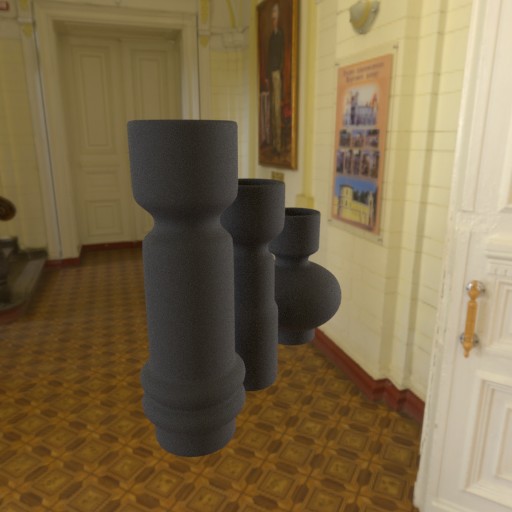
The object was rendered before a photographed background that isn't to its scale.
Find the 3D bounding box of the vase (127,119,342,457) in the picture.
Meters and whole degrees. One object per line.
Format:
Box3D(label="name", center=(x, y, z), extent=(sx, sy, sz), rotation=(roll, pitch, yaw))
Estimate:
Box3D(label="vase", center=(0.000, 0.000, 0.435), extent=(0.120, 0.249, 0.307), rotation=(8, 17, 26))
